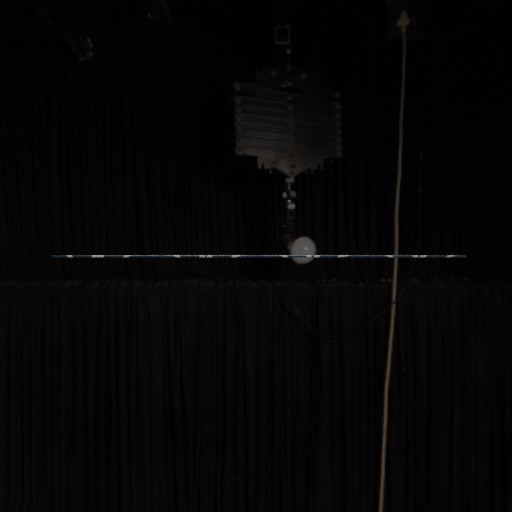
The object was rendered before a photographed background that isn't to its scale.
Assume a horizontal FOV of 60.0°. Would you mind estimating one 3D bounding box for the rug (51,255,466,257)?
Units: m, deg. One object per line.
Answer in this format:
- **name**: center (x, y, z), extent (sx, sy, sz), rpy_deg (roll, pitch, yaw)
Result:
- **rug**: center (0.000, 0.000, 4.263), extent (2.438, 0.010, 3.353), rpy_deg (0, 0, -1)
